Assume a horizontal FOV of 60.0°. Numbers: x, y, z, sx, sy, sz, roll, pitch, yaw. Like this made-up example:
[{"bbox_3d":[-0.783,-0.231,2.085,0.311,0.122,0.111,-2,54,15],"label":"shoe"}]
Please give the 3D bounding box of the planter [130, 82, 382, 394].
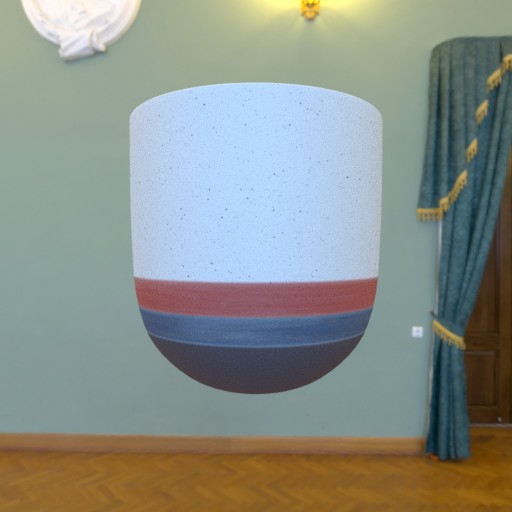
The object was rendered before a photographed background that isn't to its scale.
[{"bbox_3d":[0.000,0.000,0.372,0.204,0.214,0.204,0,1,0],"label":"planter"}]
